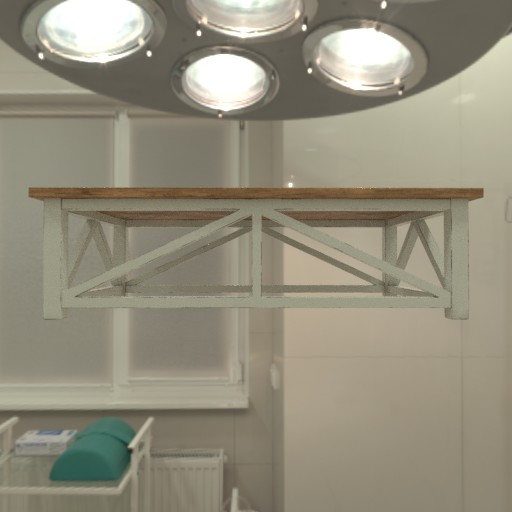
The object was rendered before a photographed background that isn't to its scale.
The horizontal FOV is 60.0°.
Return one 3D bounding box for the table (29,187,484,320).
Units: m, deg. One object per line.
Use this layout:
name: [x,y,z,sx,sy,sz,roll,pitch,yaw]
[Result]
table: [0.000,0.000,1.759,1.400,0.410,0.800,0,-1,0]
